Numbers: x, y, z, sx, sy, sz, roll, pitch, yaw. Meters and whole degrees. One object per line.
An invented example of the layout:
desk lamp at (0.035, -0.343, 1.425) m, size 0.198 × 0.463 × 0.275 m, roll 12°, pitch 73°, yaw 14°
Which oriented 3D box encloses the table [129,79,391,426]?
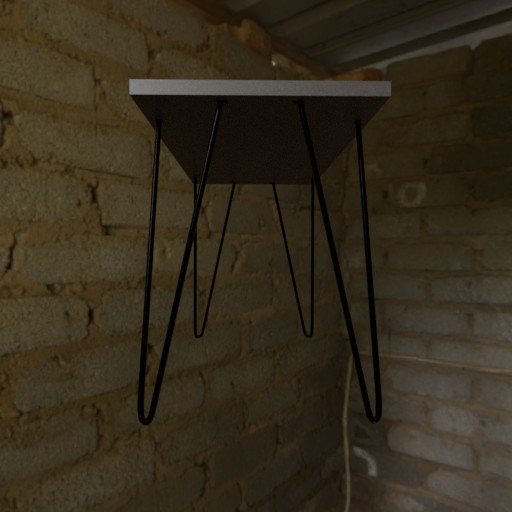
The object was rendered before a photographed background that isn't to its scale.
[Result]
table at (0.000, 0.000, 1.336) m, size 0.499 × 0.660 × 0.991 m, roll 0°, pitch -1°, yaw -1°
